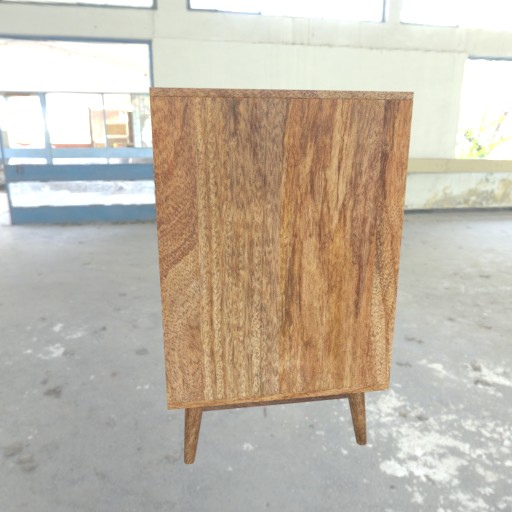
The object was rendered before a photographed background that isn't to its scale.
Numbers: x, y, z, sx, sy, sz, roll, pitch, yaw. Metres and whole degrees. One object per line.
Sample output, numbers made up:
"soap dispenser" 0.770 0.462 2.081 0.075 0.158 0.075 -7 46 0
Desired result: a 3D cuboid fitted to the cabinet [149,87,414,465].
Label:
"cabinet" 0.000 0.000 1.165 0.473 0.758 0.647 -2 15 -9
